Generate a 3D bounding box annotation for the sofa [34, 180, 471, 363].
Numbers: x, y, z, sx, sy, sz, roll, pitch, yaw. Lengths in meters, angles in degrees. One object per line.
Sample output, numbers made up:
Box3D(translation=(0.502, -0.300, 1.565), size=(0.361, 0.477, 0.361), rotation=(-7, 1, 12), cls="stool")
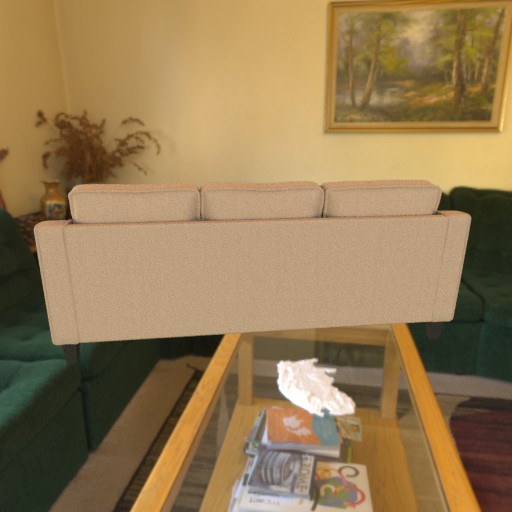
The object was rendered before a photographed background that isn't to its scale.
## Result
Box3D(translation=(0.000, 0.000, 2.579), size=(2.131, 0.902, 0.791), rotation=(-2, 15, -8), cls="sofa")
